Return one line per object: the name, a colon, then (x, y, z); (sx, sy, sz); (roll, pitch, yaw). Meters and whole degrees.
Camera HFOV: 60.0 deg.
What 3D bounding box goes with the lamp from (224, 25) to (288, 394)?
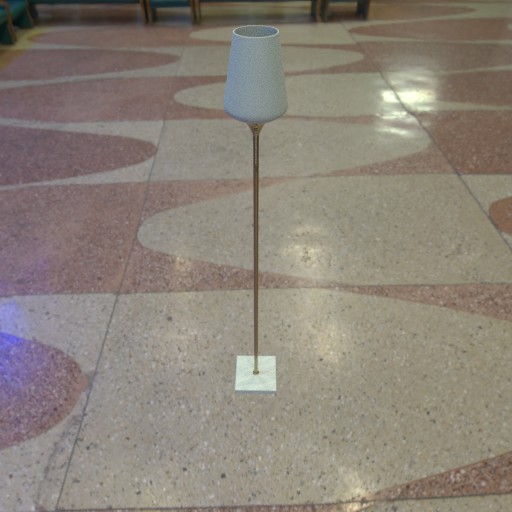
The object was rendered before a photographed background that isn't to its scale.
lamp: (0.000, 0.000, 1.945); (0.229, 1.813, 0.232); (1, 41, 1)
